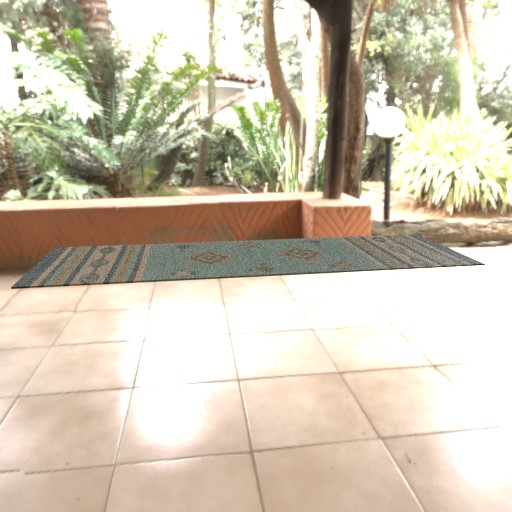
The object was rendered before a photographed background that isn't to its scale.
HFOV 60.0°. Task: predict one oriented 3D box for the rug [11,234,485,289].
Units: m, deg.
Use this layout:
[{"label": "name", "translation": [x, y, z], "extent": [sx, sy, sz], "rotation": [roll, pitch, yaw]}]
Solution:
[{"label": "rug", "translation": [0.000, 0.000, 2.613], "extent": [2.441, 0.010, 0.744], "rotation": [-2, 16, -9]}]
